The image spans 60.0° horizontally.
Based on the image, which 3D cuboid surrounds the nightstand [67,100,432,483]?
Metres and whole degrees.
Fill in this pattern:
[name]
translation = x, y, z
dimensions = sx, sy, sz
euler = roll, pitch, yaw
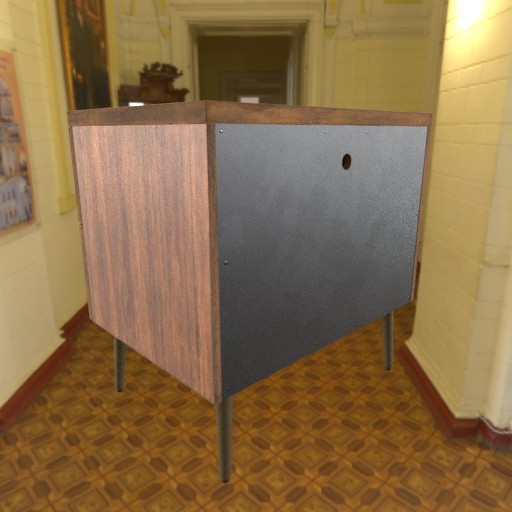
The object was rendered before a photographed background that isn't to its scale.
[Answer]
[nightstand]
translation = 0.000, 0.000, 0.989
dimensions = 0.610, 0.610, 0.458
euler = -15, 21, -42
